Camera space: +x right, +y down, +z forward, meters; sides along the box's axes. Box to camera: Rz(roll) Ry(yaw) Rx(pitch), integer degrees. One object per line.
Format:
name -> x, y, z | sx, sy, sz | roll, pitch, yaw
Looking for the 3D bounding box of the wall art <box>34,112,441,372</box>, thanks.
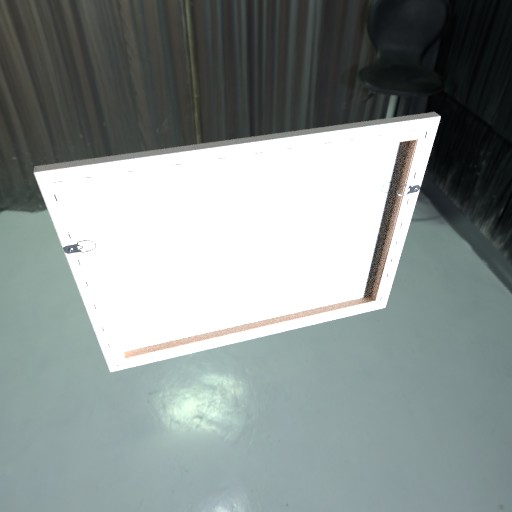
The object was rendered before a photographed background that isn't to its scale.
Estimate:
wall art -> 0.000, 0.000, 1.599 | 1.219, 0.912, 0.042 | -11, 43, -12
